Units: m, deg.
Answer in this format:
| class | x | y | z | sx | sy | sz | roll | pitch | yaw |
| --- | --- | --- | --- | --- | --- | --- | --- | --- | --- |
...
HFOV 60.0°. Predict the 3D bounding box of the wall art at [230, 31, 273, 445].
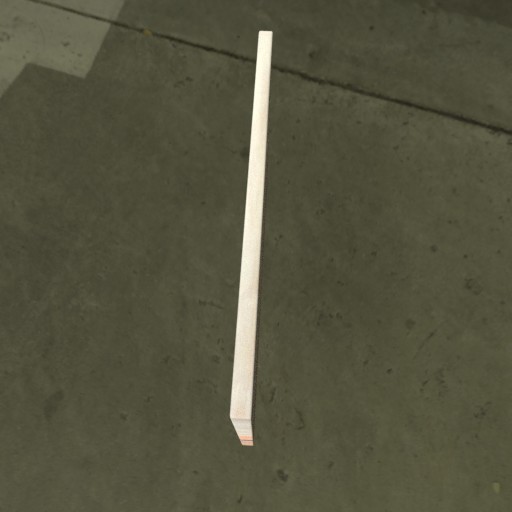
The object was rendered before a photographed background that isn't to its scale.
| class | x | y | z | sx | sy | sz | roll | pitch | yaw |
| --- | --- | --- | --- | --- | --- | --- | --- | --- | --- |
| wall art | 0.000 | 0.000 | 1.342 | 0.038 | 0.763 | 1.015 | 3 | 64 | 1 |
